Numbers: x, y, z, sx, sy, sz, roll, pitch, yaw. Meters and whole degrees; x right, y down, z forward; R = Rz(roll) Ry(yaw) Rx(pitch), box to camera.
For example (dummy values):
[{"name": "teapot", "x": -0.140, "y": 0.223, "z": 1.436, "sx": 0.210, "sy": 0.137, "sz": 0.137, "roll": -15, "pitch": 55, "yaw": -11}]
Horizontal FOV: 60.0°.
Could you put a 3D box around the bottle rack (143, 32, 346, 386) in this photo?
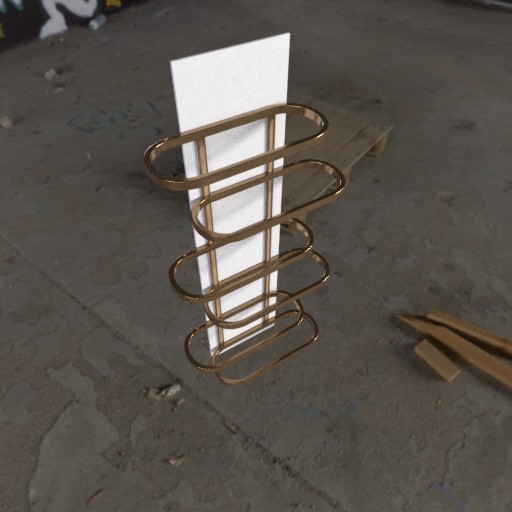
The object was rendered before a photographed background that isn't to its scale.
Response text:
[{"name": "bottle rack", "x": 0.000, "y": 0.000, "z": 0.813, "sx": 0.332, "sy": 0.709, "sz": 0.118, "roll": -24, "pitch": 51, "yaw": -22}]
